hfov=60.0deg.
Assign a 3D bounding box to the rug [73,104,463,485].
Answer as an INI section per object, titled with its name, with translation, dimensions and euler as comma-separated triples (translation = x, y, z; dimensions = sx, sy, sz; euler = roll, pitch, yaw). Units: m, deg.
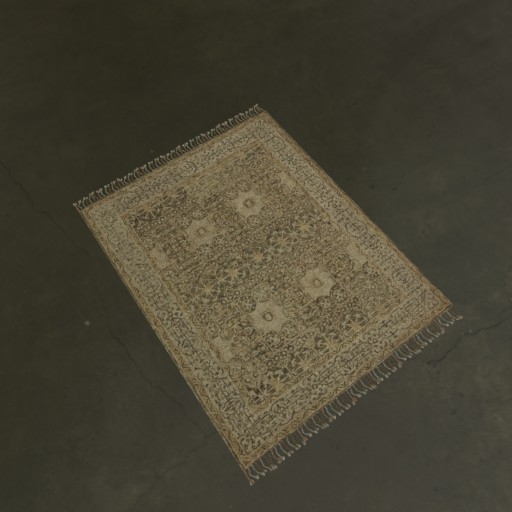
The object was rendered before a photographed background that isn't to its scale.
[rug]
translation = 0.000, 0.000, 4.416
dimensions = 2.431, 0.017, 3.291
euler = -33, 68, -15
